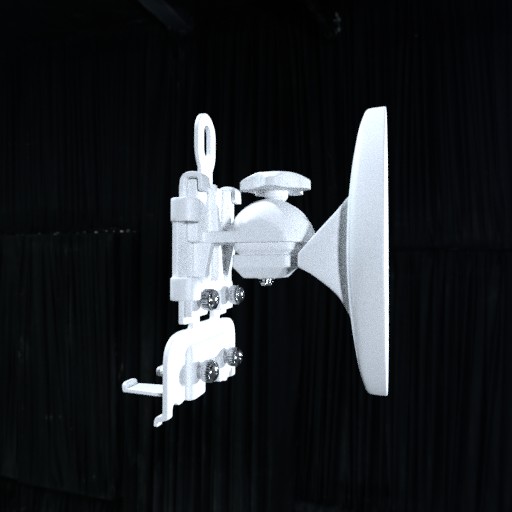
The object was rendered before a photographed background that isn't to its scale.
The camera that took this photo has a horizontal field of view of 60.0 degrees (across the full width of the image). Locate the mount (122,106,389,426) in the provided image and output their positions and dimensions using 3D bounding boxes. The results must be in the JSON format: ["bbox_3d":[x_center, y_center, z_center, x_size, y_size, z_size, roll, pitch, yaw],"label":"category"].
[{"bbox_3d":[0.000,0.000,0.177,0.100,0.118,0.066,0,-1,18],"label":"mount"}]
